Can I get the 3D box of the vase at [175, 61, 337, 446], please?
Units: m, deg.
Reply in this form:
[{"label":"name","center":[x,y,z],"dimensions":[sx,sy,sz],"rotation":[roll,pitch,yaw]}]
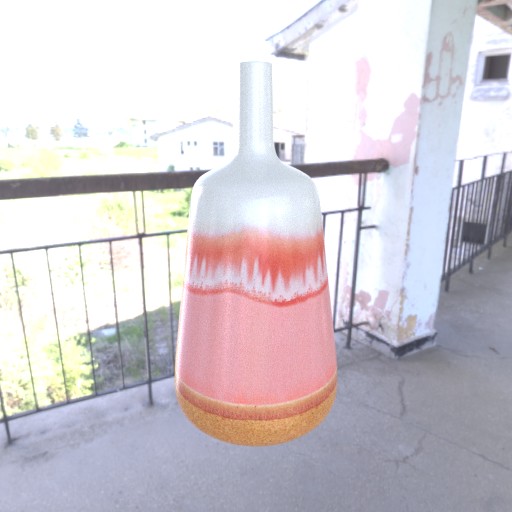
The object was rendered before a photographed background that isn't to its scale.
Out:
[{"label":"vase","center":[0.000,0.000,0.368],"dimensions":[0.144,0.296,0.144],"rotation":[0,16,0]}]
